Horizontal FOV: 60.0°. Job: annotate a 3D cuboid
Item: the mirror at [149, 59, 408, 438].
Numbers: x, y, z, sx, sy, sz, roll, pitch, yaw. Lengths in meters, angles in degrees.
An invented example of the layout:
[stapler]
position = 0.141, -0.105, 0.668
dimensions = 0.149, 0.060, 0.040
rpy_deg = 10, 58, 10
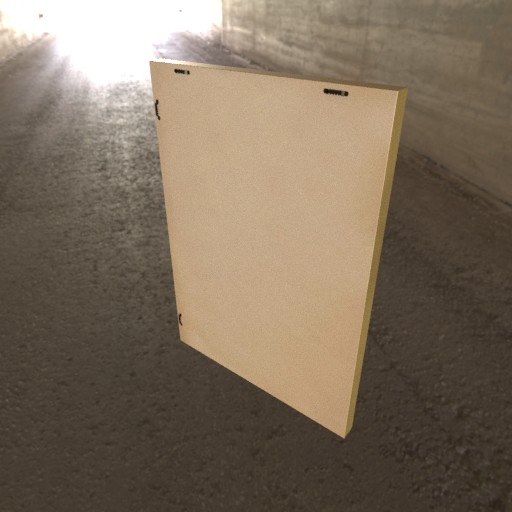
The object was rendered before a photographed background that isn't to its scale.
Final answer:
[mirror]
position = 0.000, 0.000, 0.916
dimensions = 0.507, 0.710, 0.040
rpy_deg = 22, 37, 32
